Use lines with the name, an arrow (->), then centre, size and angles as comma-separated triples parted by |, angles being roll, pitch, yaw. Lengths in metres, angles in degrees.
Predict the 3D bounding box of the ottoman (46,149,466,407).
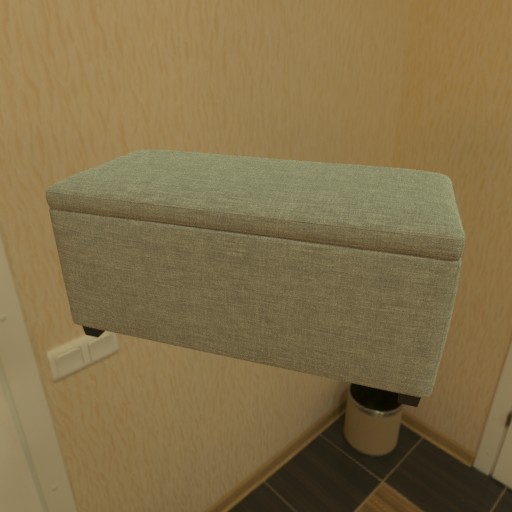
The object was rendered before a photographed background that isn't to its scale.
ottoman -> 0.000, 0.000, 1.124 | 0.902, 0.432, 0.419 | 8, 27, 16
